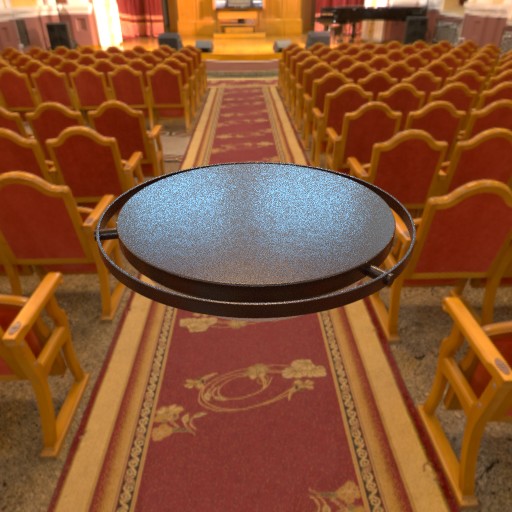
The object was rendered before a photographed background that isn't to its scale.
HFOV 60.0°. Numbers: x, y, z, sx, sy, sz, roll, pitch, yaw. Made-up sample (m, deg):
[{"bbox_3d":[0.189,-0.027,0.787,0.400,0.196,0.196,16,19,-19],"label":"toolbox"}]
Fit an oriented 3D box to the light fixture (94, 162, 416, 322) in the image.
[{"bbox_3d":[0.000,0.000,0.554,0.361,0.130,0.361,0,31,0],"label":"light fixture"}]
